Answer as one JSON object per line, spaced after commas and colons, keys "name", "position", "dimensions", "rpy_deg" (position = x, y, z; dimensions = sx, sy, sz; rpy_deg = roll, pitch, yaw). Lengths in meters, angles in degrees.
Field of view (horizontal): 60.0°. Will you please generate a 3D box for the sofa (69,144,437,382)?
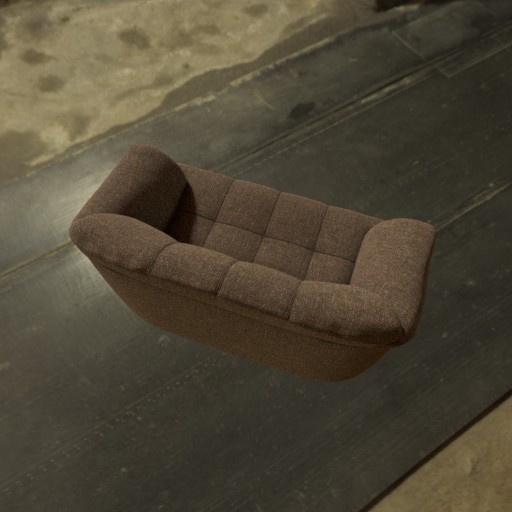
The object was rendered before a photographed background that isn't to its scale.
{"name": "sofa", "position": [0.000, 0.000, 1.995], "dimensions": [1.404, 0.895, 0.799], "rpy_deg": [17, 64, 9]}
